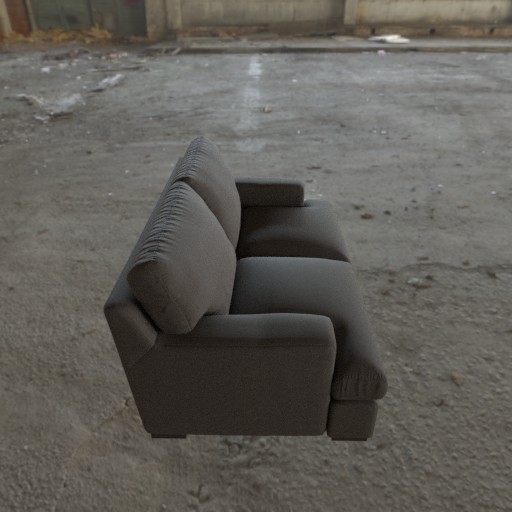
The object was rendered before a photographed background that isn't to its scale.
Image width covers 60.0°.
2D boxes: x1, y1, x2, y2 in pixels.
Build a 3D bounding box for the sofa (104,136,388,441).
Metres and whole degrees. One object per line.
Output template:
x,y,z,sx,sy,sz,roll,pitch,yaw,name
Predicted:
0.000,0.000,2.578,1.143,0.940,1.880,0,31,1,sofa
